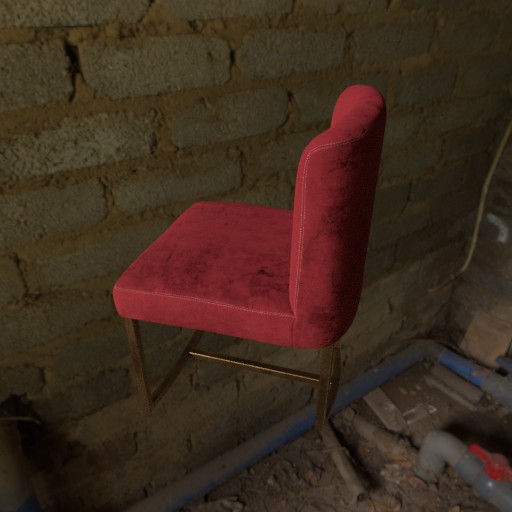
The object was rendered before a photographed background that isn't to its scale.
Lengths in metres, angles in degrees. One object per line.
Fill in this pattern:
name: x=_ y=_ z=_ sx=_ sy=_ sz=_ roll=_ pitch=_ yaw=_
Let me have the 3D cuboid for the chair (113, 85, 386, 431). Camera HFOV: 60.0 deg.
chair: x=0.000 y=0.000 z=1.167 sx=0.560 sy=0.824 sz=0.530 roll=9 pitch=32 yaw=14
